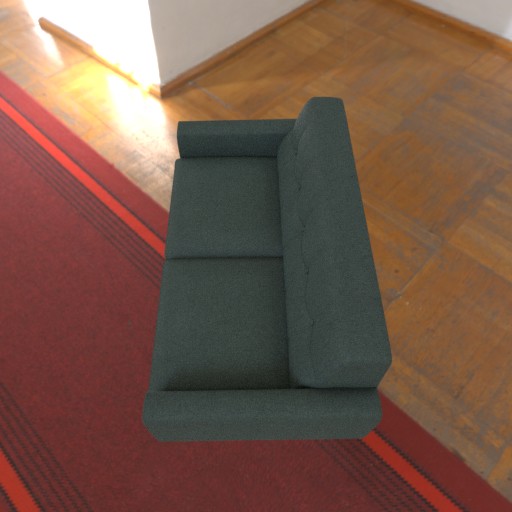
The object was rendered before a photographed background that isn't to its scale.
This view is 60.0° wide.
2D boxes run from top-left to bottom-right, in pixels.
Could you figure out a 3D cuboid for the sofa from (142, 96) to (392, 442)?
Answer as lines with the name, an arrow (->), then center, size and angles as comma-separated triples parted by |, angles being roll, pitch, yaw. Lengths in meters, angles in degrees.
sofa -> 0.000, 0.000, 2.167 | 0.909, 0.841, 1.631 | -1, 57, 0
